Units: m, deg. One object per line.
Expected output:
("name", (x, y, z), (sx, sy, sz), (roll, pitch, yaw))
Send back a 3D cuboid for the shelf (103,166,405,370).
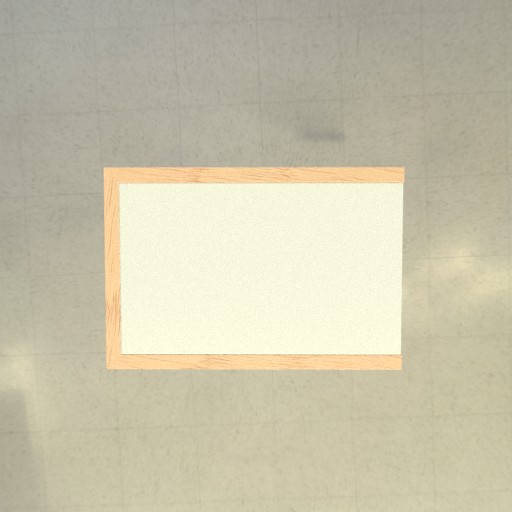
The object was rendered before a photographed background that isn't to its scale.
("shelf", (0.000, 0.000, 0.730), (0.290, 0.600, 0.200), (0, 92, 0))
